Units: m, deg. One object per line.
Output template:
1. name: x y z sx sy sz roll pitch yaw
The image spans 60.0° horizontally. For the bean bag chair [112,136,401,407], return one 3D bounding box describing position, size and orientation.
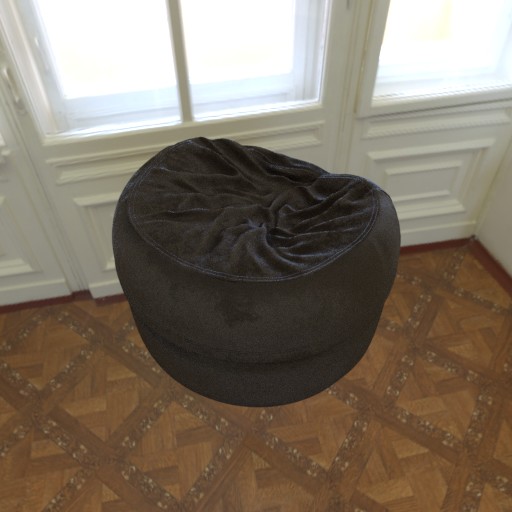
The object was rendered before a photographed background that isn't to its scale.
1. bean bag chair: 0.000 0.000 1.533 0.918 0.605 0.918 0 45 0
